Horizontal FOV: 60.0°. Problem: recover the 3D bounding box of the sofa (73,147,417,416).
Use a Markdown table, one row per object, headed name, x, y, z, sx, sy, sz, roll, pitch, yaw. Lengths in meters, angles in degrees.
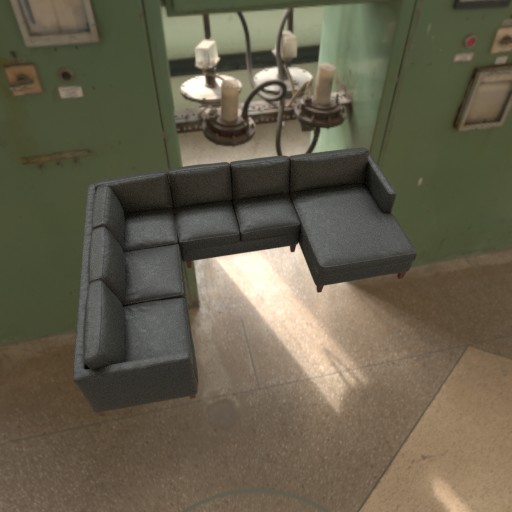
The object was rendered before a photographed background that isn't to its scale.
| name | x | y | z | sx | sy | sz | roll | pitch | yaw |
| --- | --- | --- | --- | --- | --- | --- | --- | --- | --- |
| sofa | 0.000 | 0.000 | 4.713 | 3.460 | 0.923 | 2.593 | -9 | 47 | -8 |
